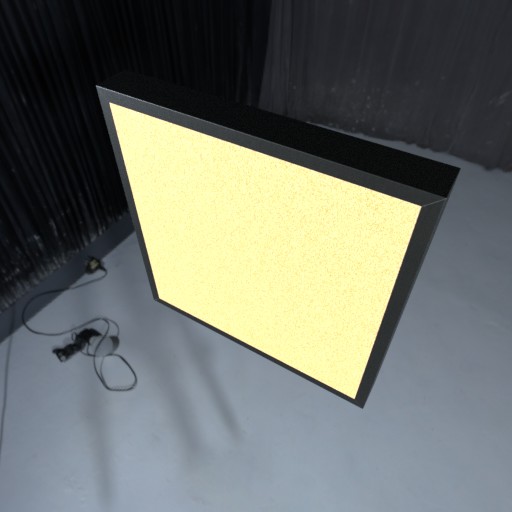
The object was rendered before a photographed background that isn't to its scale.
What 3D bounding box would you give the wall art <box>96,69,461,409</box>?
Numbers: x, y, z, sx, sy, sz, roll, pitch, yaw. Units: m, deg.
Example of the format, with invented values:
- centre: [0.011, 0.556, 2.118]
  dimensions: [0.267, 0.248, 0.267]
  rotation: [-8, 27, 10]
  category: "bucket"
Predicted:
- centre: [0.000, 0.000, 0.455]
  dimensions: [0.304, 0.304, 0.038]
  rotation: [23, 51, 21]
  category: "wall art"
